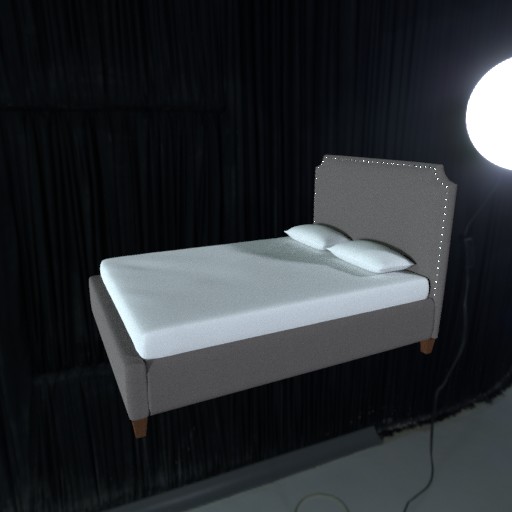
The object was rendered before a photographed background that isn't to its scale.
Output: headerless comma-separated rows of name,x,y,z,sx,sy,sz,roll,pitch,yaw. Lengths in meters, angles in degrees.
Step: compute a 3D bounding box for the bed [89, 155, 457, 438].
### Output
bed,0.000,0.000,3.495,2.372,1.443,1.713,-8,18,-25
